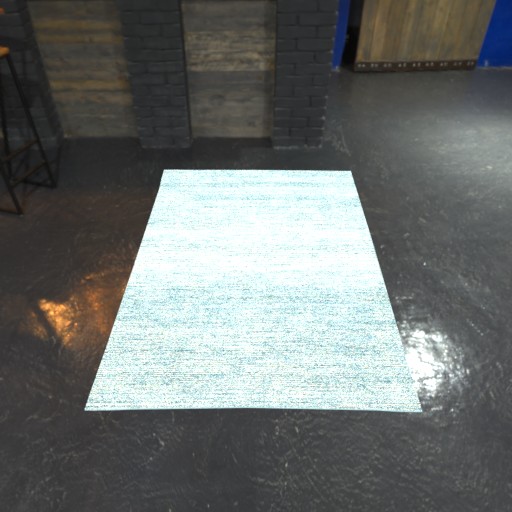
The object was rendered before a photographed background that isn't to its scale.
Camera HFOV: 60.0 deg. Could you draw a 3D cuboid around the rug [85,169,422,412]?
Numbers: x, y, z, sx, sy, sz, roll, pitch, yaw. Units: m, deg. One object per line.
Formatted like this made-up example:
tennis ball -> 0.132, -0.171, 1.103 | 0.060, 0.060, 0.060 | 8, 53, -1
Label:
rug -> 0.000, 0.000, 2.954 | 1.611, 0.026, 2.260 | 0, 41, 1
